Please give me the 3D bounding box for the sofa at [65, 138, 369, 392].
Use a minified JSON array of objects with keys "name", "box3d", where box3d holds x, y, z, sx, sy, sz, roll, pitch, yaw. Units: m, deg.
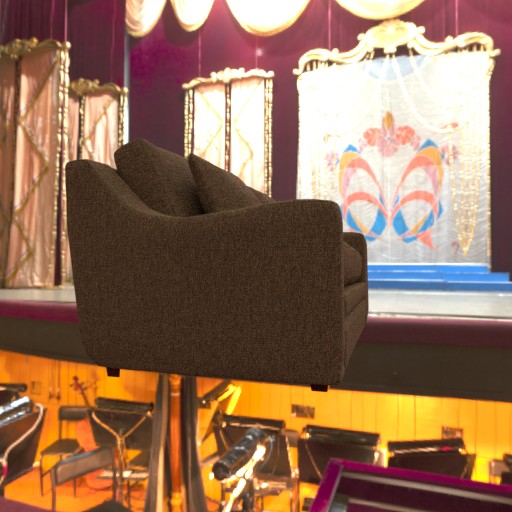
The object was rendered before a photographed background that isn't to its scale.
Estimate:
[{"name":"sofa","box3d":[0.000,0.000,2.435,1.120,0.991,1.778,0,-2,17]}]
